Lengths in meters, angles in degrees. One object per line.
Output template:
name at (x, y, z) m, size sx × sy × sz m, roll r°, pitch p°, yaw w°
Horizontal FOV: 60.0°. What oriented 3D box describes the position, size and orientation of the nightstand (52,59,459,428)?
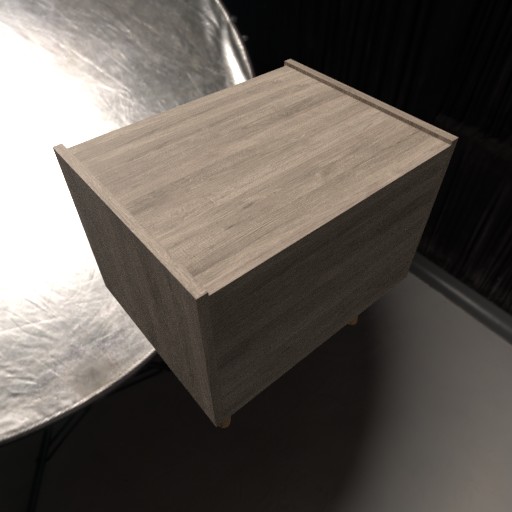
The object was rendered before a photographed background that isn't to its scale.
nightstand at (0.000, 0.000, 0.844) m, size 0.480 × 0.500 × 0.380 m, roll -31°, pitch 54°, yaw -26°
